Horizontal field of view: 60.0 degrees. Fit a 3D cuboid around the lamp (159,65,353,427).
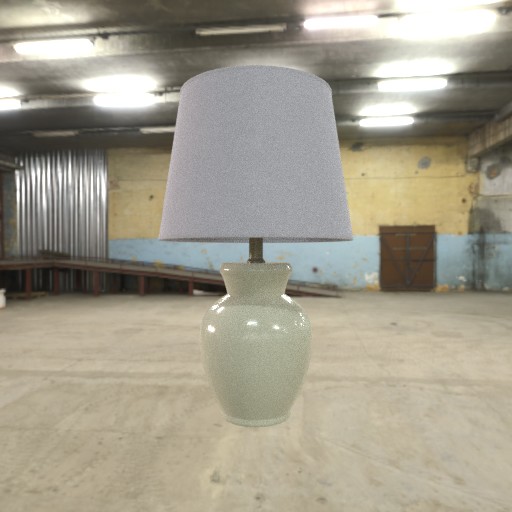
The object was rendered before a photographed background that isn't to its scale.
[{"bbox_3d":[0.000,0.000,0.557,0.239,0.399,0.239,0,0,0],"label":"lamp"}]
